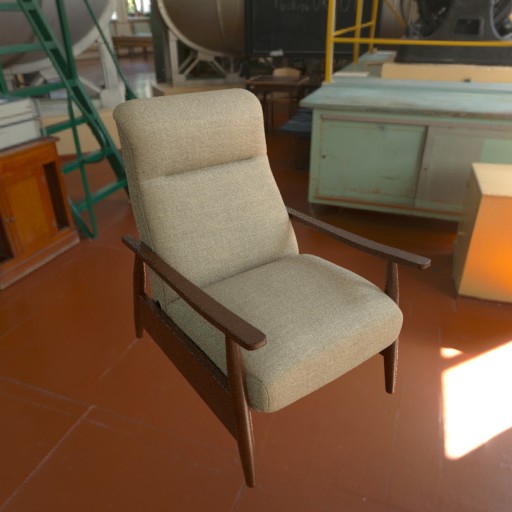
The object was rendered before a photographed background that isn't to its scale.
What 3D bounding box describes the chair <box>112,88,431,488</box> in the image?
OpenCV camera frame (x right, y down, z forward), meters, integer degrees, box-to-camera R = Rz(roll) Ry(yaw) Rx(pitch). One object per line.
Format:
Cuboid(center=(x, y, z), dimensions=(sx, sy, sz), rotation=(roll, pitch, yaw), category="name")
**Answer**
Cuboid(center=(0.000, 0.000, 1.719), dimensions=(0.762, 1.082, 1.014), rotation=(-19, 34, -31), category="chair")
